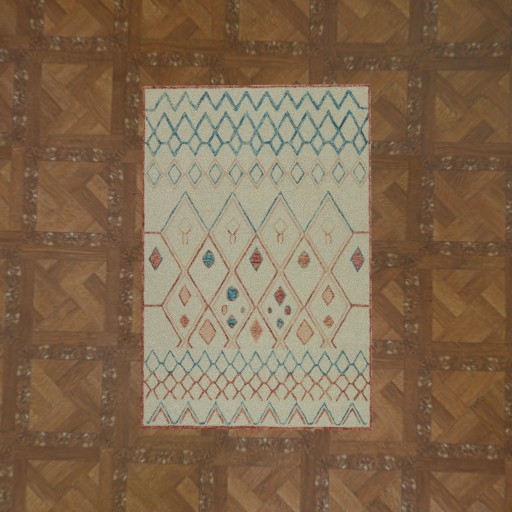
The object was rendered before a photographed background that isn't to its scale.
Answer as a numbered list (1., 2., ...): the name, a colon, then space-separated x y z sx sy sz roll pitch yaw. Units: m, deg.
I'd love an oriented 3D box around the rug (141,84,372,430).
1. rug: 0.000 0.000 2.356 1.219 0.016 1.829 0 89 1
